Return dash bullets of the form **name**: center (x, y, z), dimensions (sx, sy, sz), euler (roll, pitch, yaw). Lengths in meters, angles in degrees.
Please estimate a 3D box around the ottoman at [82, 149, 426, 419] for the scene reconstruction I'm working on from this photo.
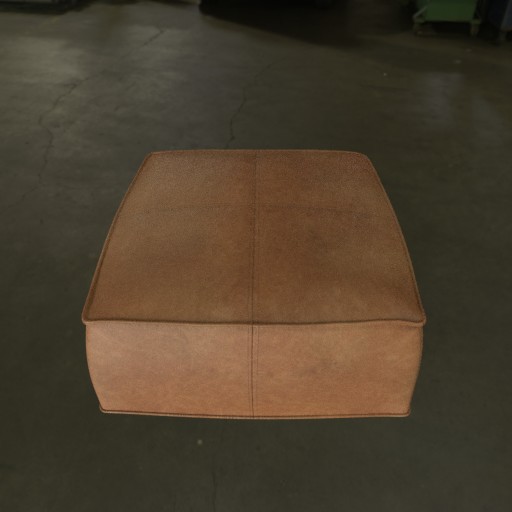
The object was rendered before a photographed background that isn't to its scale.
- **ottoman**: center (0.000, 0.000, 1.403), dimensions (0.901, 0.395, 0.902), euler (0, 41, 0)
